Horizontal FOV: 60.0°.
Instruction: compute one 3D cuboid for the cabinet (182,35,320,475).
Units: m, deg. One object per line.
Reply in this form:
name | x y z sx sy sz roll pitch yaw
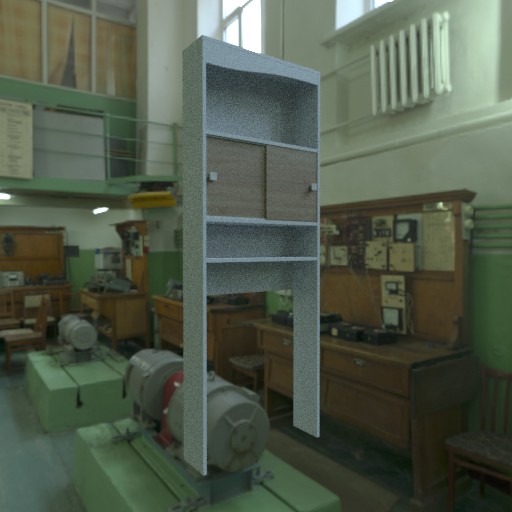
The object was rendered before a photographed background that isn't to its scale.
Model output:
cabinet | 0.000 0.000 2.033 0.643 1.770 0.192 -1 1 -35
